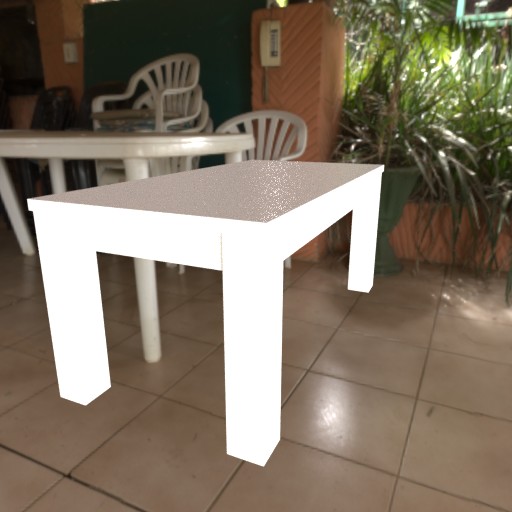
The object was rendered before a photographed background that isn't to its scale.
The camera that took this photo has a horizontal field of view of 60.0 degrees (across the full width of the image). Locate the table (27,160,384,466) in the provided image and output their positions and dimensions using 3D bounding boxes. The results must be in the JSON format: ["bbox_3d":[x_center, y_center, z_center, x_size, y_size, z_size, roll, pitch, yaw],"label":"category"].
[{"bbox_3d":[0.000,0.000,2.237,0.900,0.790,1.800,8,18,24],"label":"table"}]
